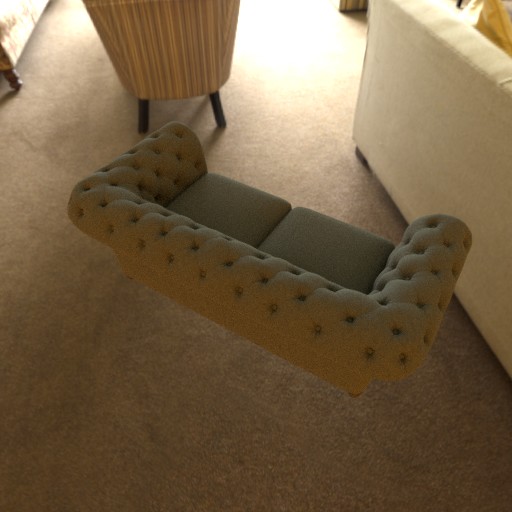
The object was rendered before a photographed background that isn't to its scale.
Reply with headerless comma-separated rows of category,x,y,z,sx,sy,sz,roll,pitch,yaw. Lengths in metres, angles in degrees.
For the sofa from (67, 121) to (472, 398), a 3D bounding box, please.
sofa,0.000,0.000,2.491,1.998,0.764,0.986,24,51,21
